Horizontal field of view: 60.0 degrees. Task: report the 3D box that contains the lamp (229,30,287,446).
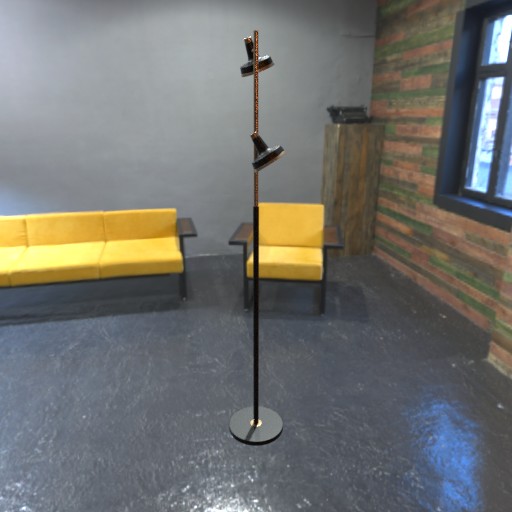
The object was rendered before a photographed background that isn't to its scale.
[{"bbox_3d":[0.000,0.000,1.822,0.253,1.674,0.351,-3,18,-9],"label":"lamp"}]
